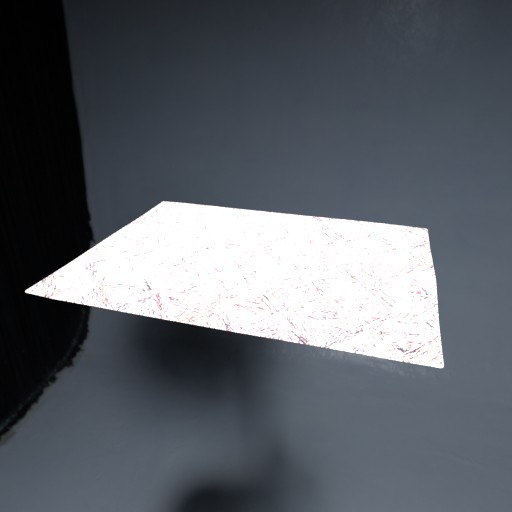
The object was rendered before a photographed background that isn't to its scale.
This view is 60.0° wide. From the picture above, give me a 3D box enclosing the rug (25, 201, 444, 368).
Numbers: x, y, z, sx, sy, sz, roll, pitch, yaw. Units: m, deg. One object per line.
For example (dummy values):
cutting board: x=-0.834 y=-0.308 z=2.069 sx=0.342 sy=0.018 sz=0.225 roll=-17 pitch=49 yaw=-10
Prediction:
rug: x=0.000 y=0.000 z=4.232 sx=3.226 sy=0.024 sz=2.436 roll=7 pitch=27 yaw=15
